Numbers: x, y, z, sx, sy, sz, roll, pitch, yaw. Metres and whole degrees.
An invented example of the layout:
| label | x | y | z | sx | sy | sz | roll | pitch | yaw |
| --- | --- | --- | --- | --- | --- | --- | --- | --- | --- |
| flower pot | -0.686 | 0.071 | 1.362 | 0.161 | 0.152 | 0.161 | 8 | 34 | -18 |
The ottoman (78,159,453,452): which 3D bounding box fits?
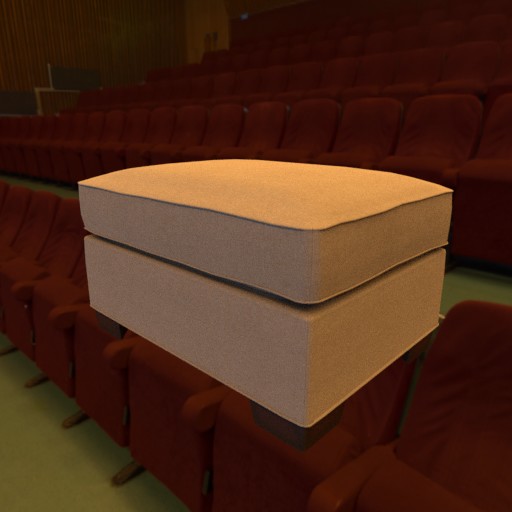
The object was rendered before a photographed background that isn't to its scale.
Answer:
| label | x | y | z | sx | sy | sz | roll | pitch | yaw |
| --- | --- | --- | --- | --- | --- | --- | --- | --- | --- |
| ottoman | 0.000 | 0.000 | 1.245 | 0.846 | 0.503 | 0.617 | 15 | 23 | 41 |
